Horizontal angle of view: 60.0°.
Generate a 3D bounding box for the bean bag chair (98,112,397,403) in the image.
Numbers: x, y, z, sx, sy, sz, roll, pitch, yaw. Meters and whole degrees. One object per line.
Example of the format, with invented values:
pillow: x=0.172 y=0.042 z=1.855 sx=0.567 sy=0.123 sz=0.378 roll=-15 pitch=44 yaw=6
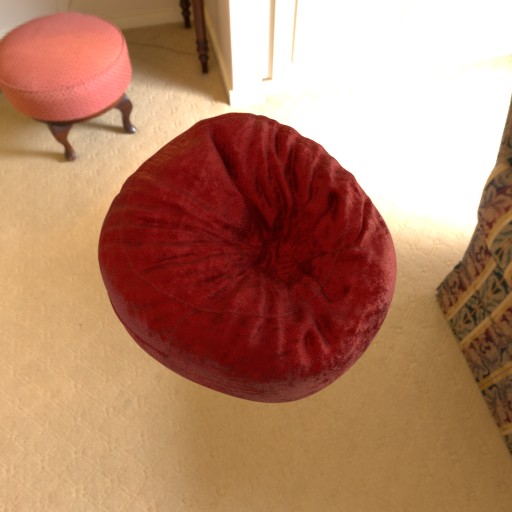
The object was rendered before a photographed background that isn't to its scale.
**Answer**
bean bag chair: x=0.000 y=0.000 z=2.470 sx=1.524 sy=0.878 sz=1.524 roll=33 pitch=64 yaw=19
